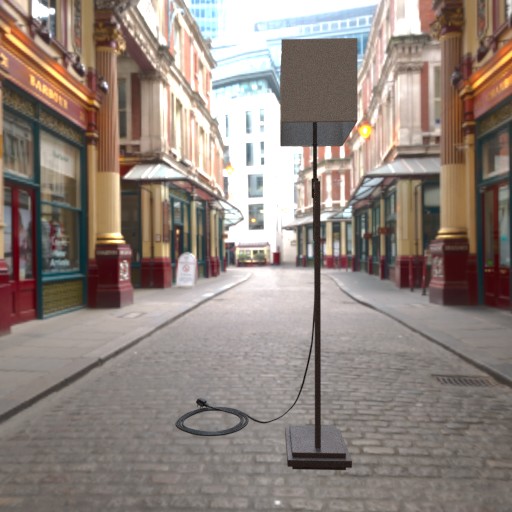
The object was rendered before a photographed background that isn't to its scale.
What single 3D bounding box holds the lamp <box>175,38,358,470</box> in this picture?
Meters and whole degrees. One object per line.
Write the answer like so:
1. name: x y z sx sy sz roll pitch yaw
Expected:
1. lamp: 0.000 0.000 1.986 0.774 1.600 0.698 0 -1 2
